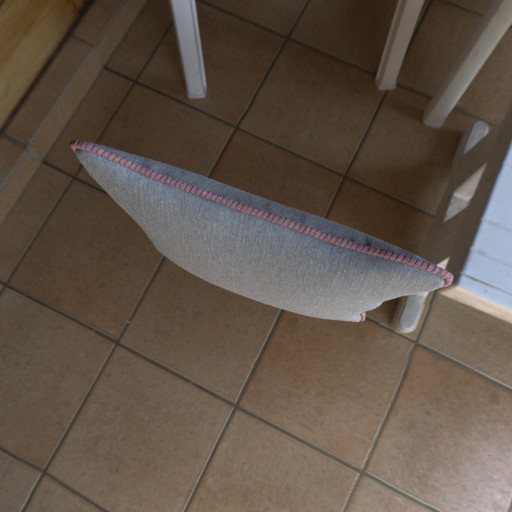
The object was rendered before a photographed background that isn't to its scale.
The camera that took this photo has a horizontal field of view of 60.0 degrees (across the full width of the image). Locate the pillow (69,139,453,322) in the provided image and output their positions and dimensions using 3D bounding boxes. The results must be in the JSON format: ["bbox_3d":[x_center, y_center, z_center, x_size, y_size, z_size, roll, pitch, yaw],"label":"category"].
[{"bbox_3d":[0.000,0.000,0.739,0.482,0.491,0.124,20,77,5],"label":"pillow"}]
